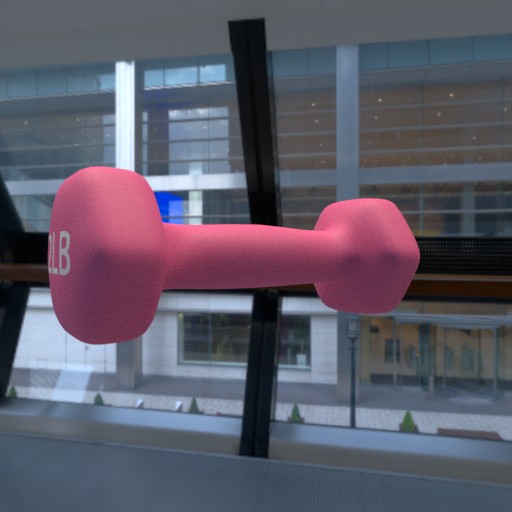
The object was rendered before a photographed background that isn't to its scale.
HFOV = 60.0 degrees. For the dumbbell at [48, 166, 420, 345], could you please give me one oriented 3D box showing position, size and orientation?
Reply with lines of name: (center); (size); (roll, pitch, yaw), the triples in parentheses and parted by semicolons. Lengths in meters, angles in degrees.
dumbbell: (0.000, 0.000, 0.173); (0.146, 0.053, 0.058); (0, 0, -35)
